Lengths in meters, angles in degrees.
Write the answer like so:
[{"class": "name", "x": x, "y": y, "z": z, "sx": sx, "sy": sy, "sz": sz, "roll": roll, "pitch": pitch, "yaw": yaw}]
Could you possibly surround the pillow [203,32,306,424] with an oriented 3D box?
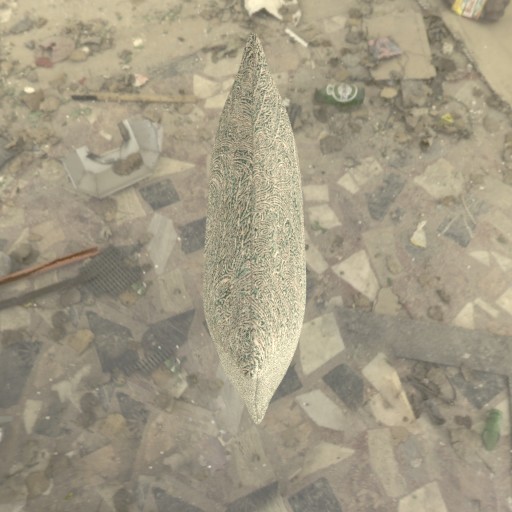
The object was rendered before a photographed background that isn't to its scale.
[{"class": "pillow", "x": 0.000, "y": 0.000, "z": 0.798, "sx": 0.166, "sy": 0.507, "sz": 0.526, "roll": 0, "pitch": 64, "yaw": 0}]
